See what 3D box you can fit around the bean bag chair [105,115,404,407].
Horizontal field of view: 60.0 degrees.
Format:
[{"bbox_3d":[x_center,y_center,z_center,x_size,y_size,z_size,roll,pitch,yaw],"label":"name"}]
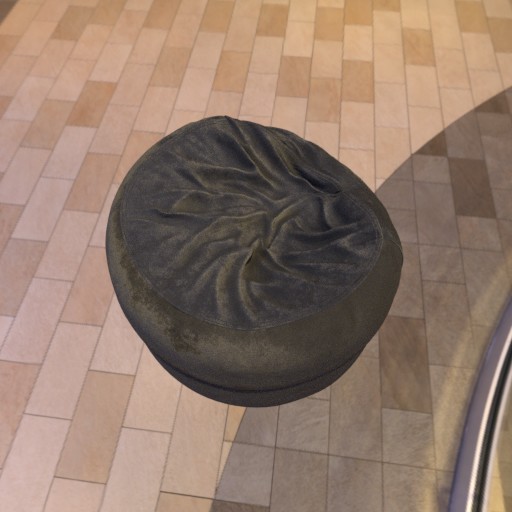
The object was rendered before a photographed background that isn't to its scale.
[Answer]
[{"bbox_3d":[0.000,0.000,1.489,0.918,0.605,0.918,0,59,0],"label":"bean bag chair"}]
